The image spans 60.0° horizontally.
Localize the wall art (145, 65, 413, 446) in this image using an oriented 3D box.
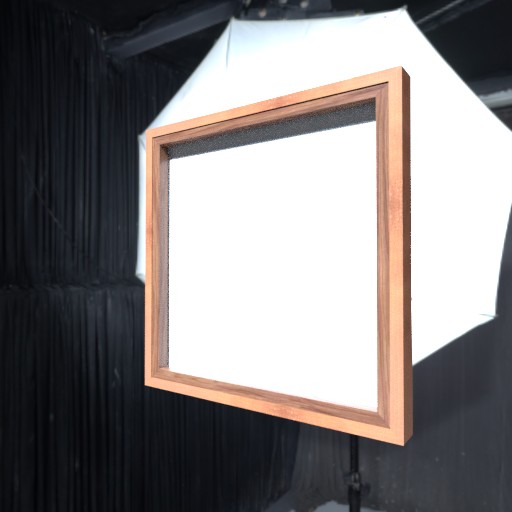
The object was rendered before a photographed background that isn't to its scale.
[{"bbox_3d":[0.000,0.000,0.598,0.403,0.403,0.035,-1,-1,35],"label":"wall art"}]
